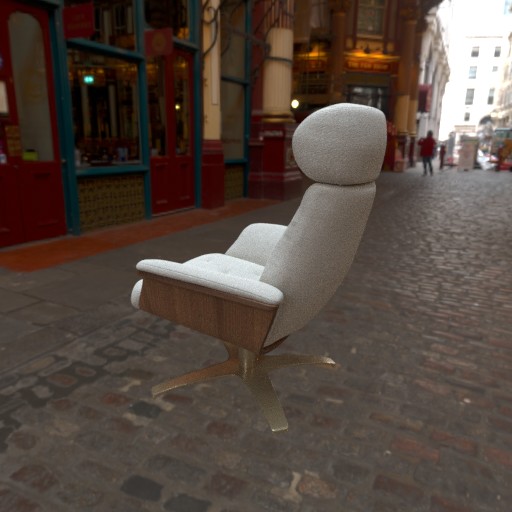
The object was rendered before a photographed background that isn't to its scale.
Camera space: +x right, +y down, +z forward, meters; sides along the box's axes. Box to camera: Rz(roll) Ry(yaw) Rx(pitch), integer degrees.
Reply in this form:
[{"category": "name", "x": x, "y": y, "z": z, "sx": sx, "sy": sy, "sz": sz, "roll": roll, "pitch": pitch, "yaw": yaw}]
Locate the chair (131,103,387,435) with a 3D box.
[{"category": "chair", "x": 0.000, "y": 0.000, "z": 1.583, "sx": 0.837, "sy": 0.995, "sz": 0.785, "roll": 8, "pitch": 16, "yaw": 26}]
